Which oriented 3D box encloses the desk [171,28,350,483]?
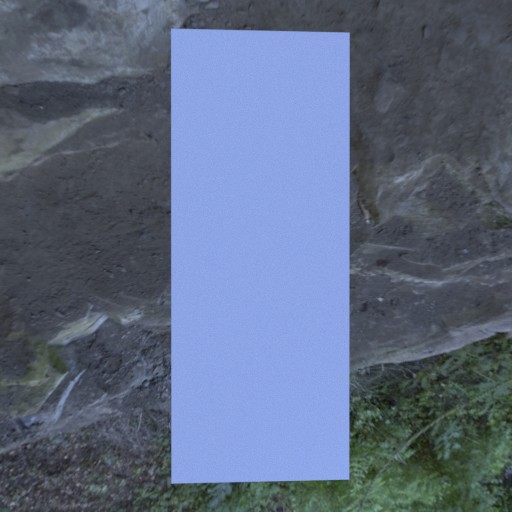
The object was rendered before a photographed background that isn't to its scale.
[{"bbox_3d":[0.000,0.000,1.884,0.603,0.773,1.530,0,90,-3],"label":"desk"}]
